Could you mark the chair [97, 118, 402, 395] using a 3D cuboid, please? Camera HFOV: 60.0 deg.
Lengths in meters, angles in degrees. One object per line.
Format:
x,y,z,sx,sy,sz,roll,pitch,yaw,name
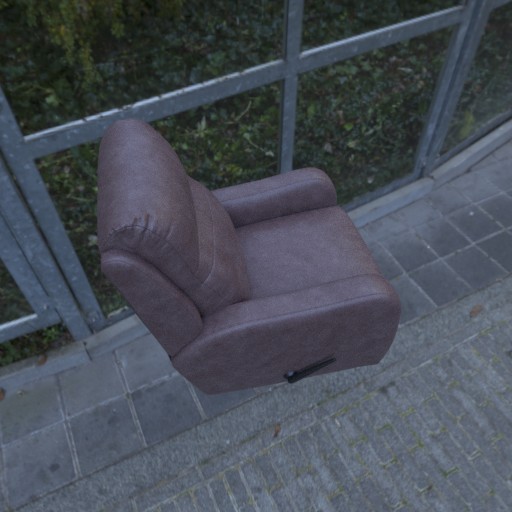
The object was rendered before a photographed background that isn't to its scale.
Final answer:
0.000,0.000,1.852,1.067,1.067,0.865,-10,48,-9,chair
